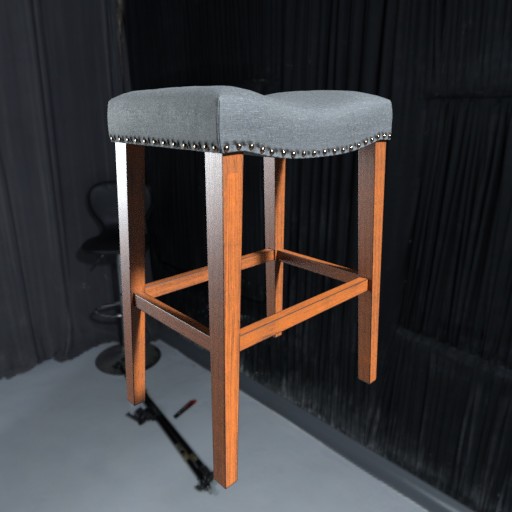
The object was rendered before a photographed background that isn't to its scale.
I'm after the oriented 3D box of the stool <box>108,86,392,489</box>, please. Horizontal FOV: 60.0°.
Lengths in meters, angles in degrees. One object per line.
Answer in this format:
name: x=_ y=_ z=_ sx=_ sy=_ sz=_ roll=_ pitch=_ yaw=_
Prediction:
stool: x=0.000 y=0.000 z=0.865 sx=0.439 sy=0.612 sz=0.320 roll=-17 pitch=24 yaw=-41
